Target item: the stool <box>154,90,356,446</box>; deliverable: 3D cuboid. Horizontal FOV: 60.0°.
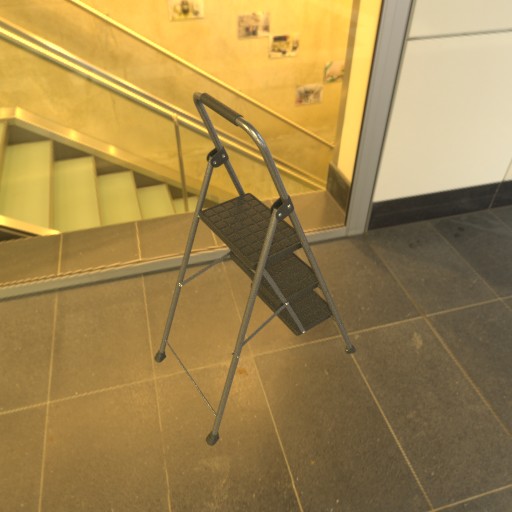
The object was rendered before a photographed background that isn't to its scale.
[{"bbox_3d":[0.000,0.000,1.513,0.733,1.121,0.473,-25,48,-25],"label":"stool"}]
